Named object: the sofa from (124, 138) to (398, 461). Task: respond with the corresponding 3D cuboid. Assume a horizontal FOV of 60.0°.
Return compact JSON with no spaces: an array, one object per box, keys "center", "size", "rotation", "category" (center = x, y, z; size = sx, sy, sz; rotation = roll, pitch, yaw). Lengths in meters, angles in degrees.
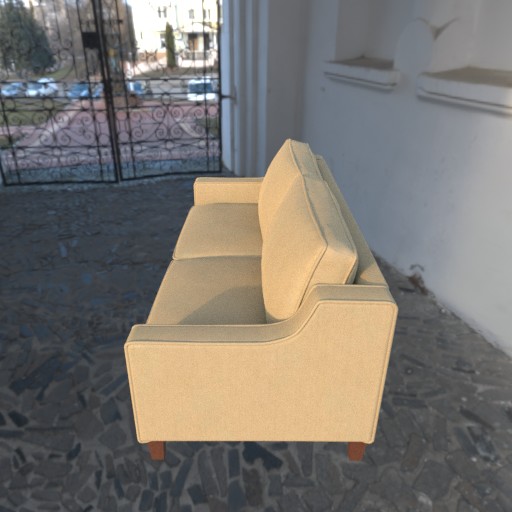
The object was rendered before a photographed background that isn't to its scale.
[{"center":[0.000,0.000,2.750],"size":[1.066,1.071,2.178],"rotation":[0,27,0],"category":"sofa"}]
